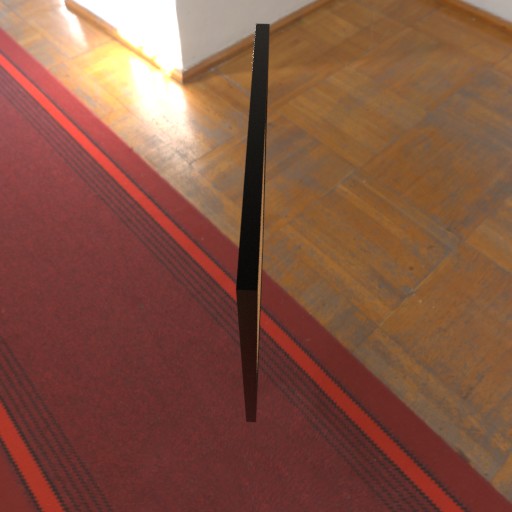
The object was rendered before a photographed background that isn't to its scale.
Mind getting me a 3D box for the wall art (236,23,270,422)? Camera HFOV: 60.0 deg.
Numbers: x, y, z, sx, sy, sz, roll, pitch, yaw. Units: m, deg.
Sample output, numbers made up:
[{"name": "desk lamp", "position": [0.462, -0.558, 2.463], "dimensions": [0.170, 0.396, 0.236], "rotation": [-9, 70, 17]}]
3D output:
[{"name": "wall art", "position": [0.000, 0.000, 1.424], "dimensions": [0.040, 1.062, 0.805], "rotation": [2, 58, 1]}]
